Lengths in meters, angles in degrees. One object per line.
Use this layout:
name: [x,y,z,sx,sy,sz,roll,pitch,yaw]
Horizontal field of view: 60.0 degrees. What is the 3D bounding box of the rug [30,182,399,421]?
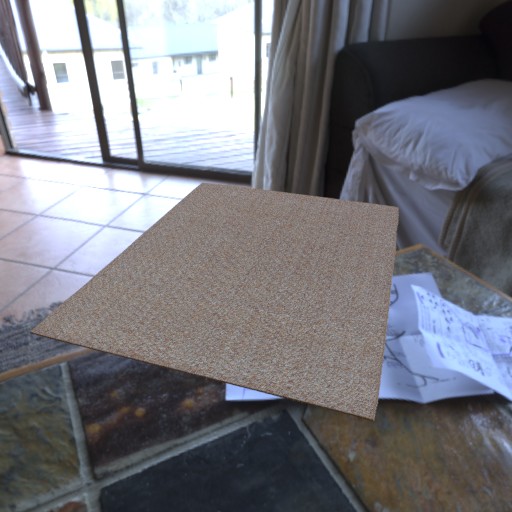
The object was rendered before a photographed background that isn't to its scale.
rug: [0.000,0.000,4.078,2.439,0.013,3.048,10,32,15]
